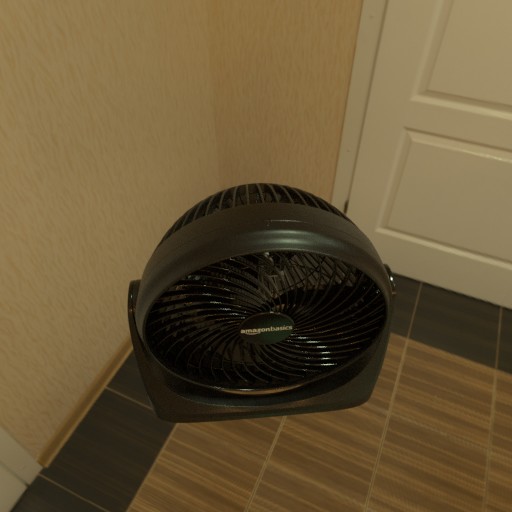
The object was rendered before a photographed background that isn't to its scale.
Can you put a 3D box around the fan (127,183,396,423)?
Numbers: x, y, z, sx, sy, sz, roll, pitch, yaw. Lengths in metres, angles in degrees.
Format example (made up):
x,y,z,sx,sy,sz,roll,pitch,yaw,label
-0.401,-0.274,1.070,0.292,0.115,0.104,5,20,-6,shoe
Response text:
x,y,z,sx,sy,sz,roll,pitch,yaw,label
0.000,0.000,0.500,0.273,0.277,0.256,-4,47,-3,fan
